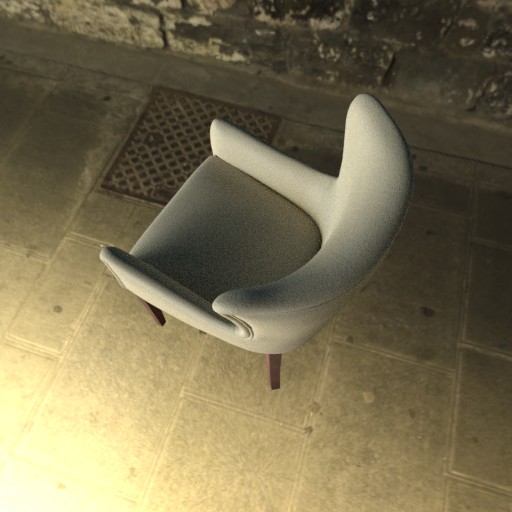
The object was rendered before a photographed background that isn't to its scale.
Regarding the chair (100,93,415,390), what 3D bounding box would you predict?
[{"bbox_3d":[0.000,0.000,1.404,0.686,0.952,0.660,29,67,13],"label":"chair"}]
